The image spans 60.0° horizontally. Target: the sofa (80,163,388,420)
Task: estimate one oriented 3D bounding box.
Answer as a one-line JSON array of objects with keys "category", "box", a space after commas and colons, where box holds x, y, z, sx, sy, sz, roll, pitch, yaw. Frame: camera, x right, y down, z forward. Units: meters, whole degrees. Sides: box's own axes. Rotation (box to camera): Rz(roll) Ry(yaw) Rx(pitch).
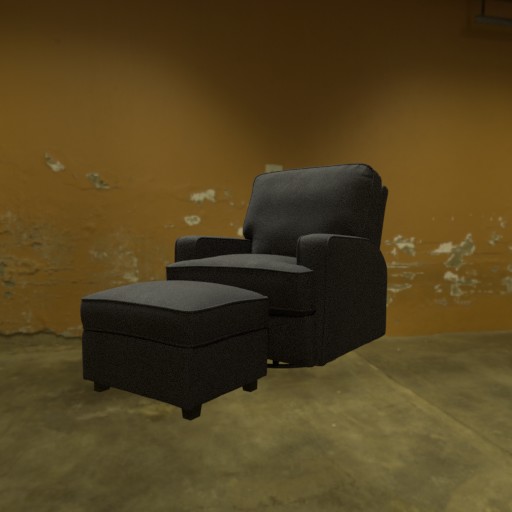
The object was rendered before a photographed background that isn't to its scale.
[{"category": "sofa", "box": [0.000, 0.000, 2.031, 0.861, 0.959, 1.472, 1, 2, 35]}]
